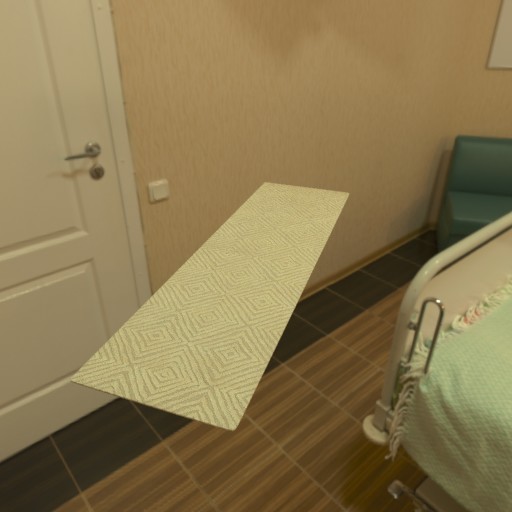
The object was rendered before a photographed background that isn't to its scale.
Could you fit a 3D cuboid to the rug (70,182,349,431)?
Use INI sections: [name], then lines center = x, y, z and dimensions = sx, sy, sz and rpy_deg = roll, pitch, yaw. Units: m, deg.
[rug]
center = 0.000, 0.000, 2.504
dimensions = 0.676, 0.008, 2.277
rpy_deg = 10, 31, 17
